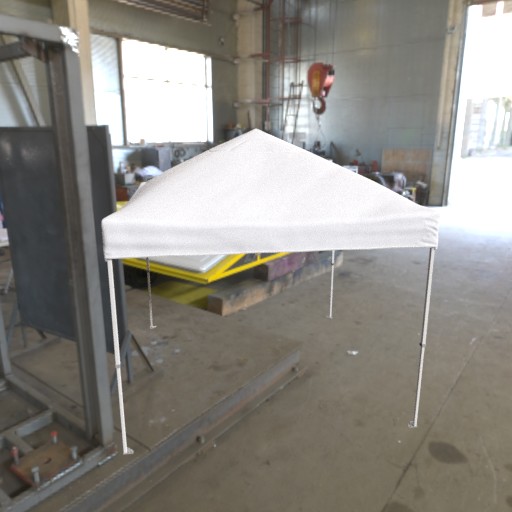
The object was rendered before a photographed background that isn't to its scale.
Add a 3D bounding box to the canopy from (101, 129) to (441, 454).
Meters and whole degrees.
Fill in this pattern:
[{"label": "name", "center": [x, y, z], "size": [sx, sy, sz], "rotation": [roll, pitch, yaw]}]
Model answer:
[{"label": "canopy", "center": [0.000, 0.000, 5.425], "size": [2.996, 2.997, 2.998], "rotation": [-2, 15, -8]}]
